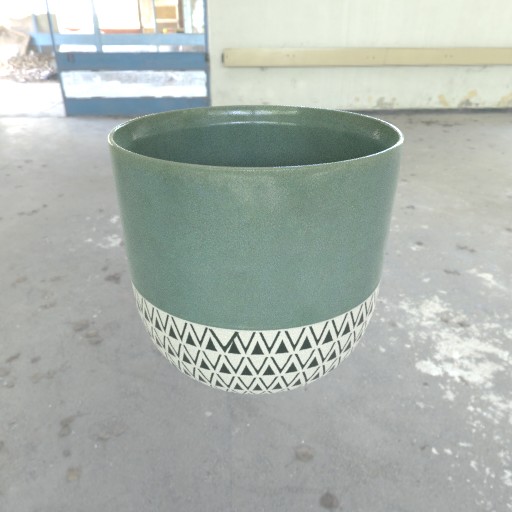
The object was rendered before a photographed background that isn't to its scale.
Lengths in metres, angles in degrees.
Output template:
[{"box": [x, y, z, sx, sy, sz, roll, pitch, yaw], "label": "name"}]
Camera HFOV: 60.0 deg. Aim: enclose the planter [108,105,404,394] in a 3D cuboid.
[{"box": [0.000, 0.000, 0.475, 0.266, 0.270, 0.266, 0, 28, 0], "label": "planter"}]
